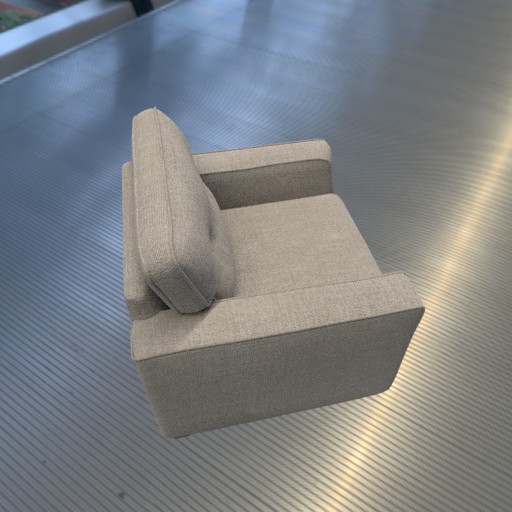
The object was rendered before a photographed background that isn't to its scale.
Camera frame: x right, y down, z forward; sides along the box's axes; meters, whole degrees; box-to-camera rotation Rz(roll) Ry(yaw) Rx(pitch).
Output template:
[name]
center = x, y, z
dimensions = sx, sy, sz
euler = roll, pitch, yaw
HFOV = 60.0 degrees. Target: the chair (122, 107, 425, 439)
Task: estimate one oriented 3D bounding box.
[chair]
center = 0.000, 0.000, 1.768
dimensions = 0.939, 0.965, 1.015
euler = -9, 47, -8
